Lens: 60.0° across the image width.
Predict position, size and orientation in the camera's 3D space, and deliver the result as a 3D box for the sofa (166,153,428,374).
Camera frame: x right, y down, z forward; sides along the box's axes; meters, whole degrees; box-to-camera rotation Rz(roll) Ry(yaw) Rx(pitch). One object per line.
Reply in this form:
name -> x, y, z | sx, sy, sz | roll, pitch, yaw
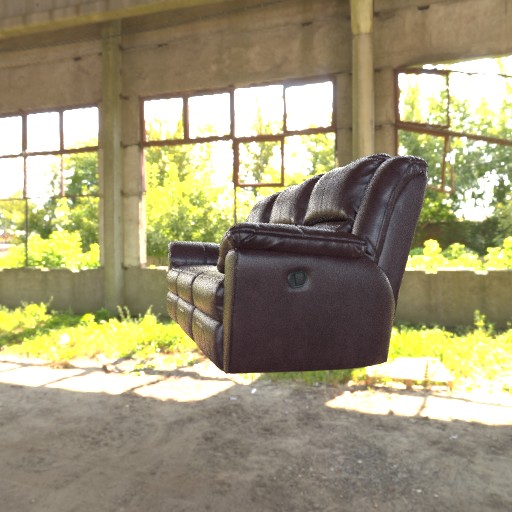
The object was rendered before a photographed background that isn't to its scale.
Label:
sofa -> 0.000, 0.000, 2.918 | 0.991, 1.043, 2.337 | 0, 0, -17
